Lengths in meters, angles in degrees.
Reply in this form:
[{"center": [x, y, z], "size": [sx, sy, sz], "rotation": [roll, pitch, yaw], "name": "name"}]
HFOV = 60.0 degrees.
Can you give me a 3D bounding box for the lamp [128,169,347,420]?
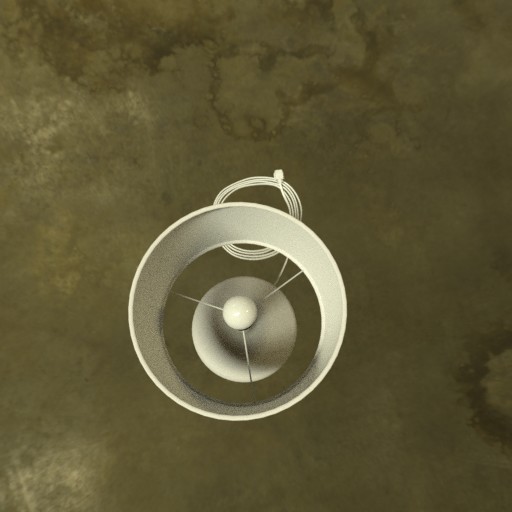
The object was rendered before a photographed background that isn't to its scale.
[{"center": [0.000, 0.000, 0.868], "size": [0.401, 0.457, 0.546], "rotation": [32, 78, 8], "name": "lamp"}]
